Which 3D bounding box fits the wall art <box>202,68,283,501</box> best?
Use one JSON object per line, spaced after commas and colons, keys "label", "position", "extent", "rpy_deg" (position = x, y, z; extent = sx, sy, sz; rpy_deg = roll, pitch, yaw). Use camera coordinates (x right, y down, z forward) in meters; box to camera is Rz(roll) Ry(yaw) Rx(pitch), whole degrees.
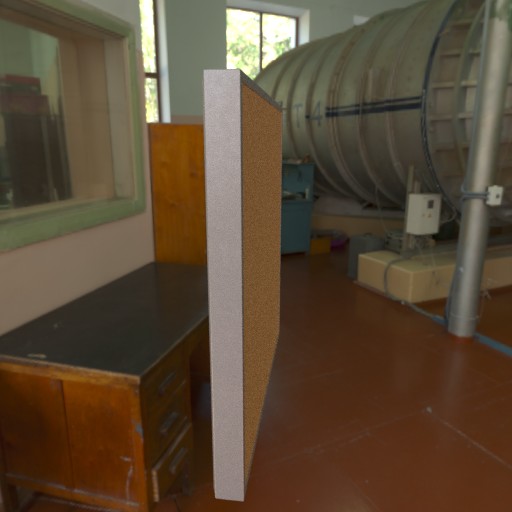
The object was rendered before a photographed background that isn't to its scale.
{"label": "wall art", "position": [0.000, 0.000, 0.509], "extent": [0.028, 0.349, 0.349], "rpy_deg": [2, 15, 8]}
